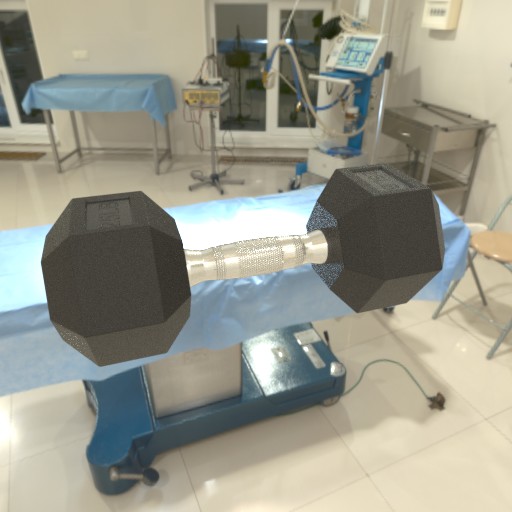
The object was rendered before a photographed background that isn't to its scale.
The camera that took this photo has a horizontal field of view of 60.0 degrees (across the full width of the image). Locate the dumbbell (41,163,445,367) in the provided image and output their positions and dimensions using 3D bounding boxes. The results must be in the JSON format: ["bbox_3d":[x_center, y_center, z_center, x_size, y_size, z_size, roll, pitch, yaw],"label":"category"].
[{"bbox_3d":[0.000,0.000,0.371,0.315,0.113,0.129,-9,32,-15],"label":"dumbbell"}]
